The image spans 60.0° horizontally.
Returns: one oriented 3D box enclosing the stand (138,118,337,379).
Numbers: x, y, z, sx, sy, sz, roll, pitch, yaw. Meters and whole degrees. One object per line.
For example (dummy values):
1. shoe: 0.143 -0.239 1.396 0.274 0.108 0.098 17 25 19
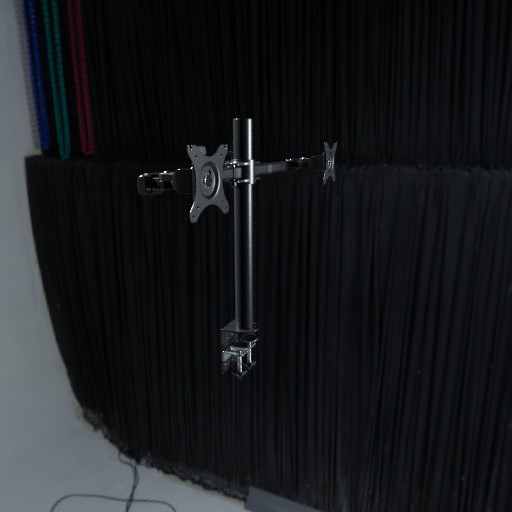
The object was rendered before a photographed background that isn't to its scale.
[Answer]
1. stand: 0.000 0.000 1.018 0.150 0.603 0.743 7 16 25
